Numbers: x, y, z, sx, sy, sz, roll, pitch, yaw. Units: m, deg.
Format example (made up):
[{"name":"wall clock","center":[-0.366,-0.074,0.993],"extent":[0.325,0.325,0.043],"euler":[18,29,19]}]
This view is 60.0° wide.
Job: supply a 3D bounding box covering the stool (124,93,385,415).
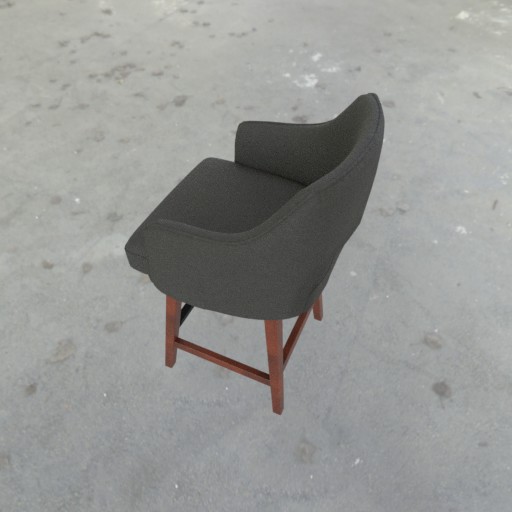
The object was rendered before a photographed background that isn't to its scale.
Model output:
[{"name":"stool","center":[0.000,0.000,1.284],"extent":[0.558,0.912,0.548],"euler":[18,49,17]}]
